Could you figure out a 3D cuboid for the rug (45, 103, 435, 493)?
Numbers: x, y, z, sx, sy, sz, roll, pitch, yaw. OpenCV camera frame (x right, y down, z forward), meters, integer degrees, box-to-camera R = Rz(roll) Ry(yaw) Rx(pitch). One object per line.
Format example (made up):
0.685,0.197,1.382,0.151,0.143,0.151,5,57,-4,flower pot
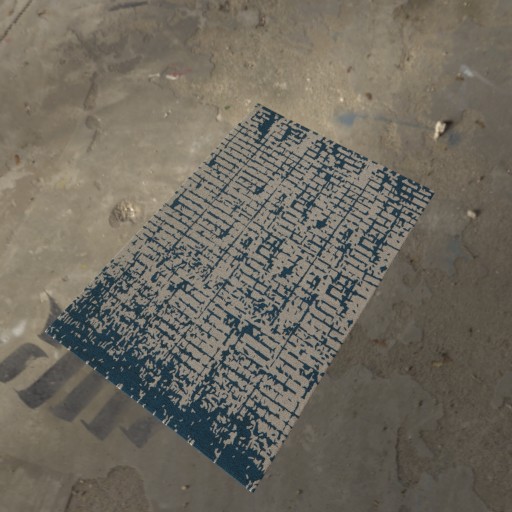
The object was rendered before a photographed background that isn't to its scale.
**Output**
0.000,0.000,2.327,1.220,0.007,1.828,31,67,15,rug
